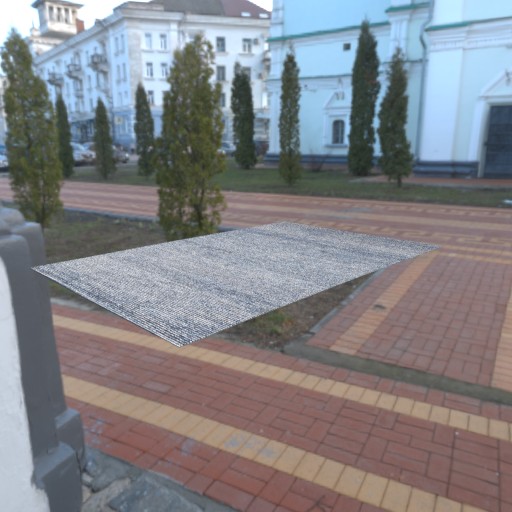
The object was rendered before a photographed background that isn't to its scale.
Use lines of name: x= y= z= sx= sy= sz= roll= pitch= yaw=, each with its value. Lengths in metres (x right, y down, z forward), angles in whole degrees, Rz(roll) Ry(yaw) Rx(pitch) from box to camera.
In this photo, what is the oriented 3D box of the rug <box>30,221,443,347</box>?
rug: x=0.000 y=0.000 z=2.190 sx=1.135 sy=0.010 sz=1.740 roll=14 pitch=20 yaw=43
